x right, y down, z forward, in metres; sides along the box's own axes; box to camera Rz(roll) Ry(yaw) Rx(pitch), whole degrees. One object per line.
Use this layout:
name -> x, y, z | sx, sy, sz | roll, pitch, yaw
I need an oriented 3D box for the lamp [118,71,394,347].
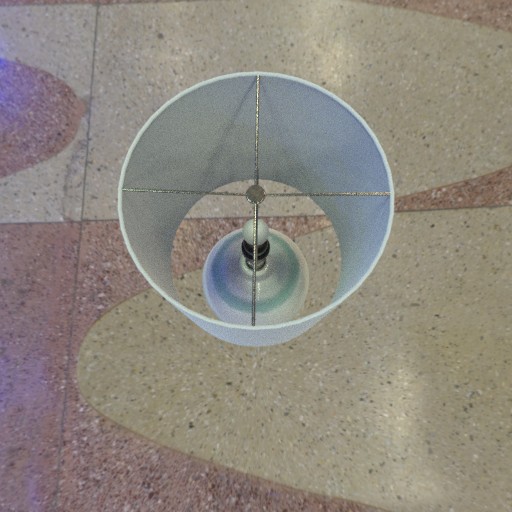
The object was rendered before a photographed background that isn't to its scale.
lamp -> 0.000, 0.000, 0.542 | 0.217, 0.404, 0.217 | 1, 75, 0
